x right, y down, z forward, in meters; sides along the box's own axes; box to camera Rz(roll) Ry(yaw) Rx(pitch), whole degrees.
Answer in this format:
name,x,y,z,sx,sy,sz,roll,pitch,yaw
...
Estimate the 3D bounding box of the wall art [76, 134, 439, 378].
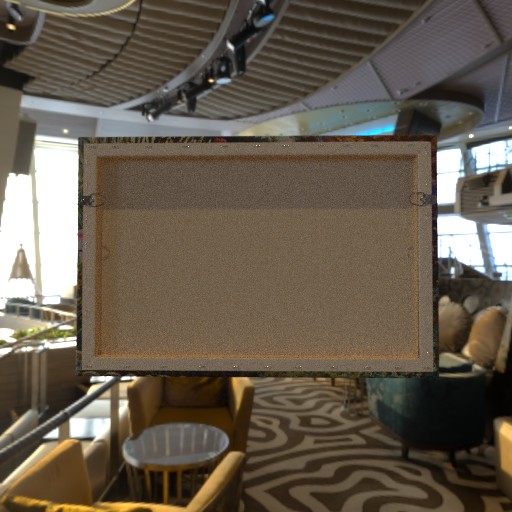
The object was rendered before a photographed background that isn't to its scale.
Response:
name,x,y,z,sx,sy,sz,roll,pitch,yaw
wall art,0.000,0.000,1.409,1.136,0.760,0.042,0,-1,1
